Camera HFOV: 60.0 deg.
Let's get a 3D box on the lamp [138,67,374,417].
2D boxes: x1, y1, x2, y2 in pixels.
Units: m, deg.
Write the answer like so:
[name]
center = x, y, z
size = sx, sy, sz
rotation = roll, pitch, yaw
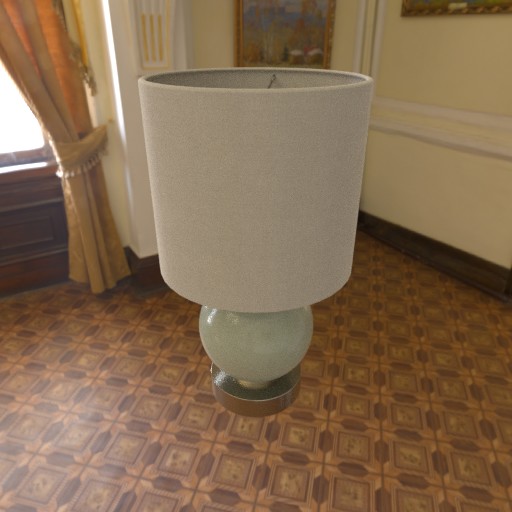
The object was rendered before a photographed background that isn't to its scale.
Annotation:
[lamp]
center = 0.000, 0.000, 0.467
size = 0.201, 0.353, 0.201
rotation = -9, 28, -17
